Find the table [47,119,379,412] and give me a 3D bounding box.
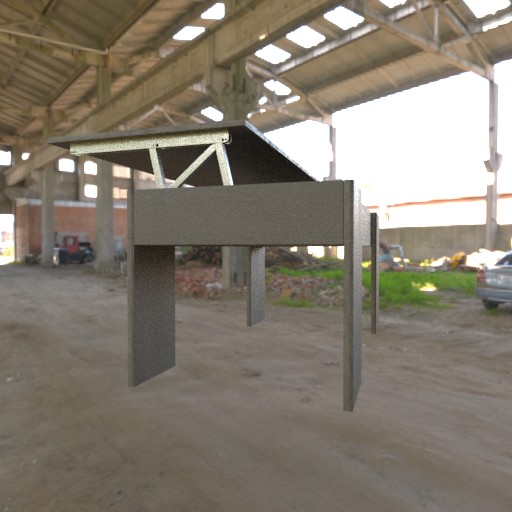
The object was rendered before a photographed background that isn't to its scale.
[{"bbox_3d":[0.000,0.000,1.414,0.711,0.570,1.000,0,1,18],"label":"table"}]
